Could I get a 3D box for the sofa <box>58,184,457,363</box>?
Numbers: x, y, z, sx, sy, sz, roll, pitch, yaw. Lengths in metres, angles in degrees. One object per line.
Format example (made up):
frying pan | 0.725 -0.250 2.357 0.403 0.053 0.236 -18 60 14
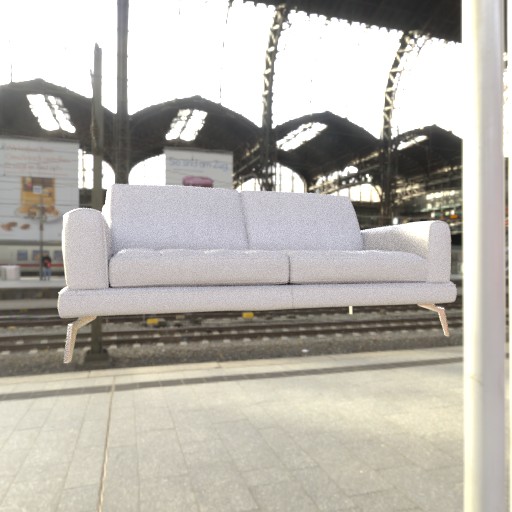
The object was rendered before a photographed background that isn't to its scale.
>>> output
sofa | 0.000 0.000 2.748 2.177 0.930 1.121 0 -1 -19
